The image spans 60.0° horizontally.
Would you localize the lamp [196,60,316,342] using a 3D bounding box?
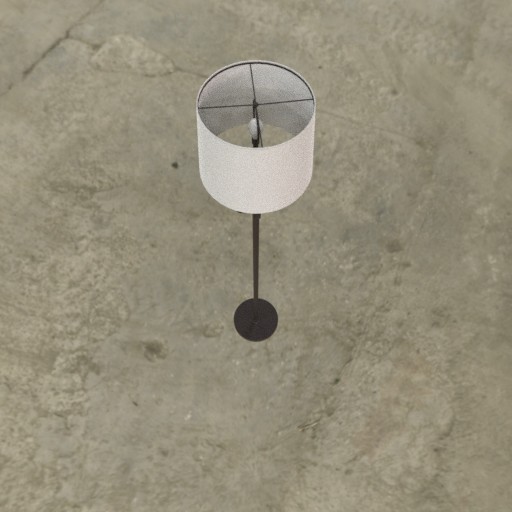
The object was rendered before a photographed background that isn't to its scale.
[{"bbox_3d":[0.000,0.000,1.589,0.286,1.462,0.286,-33,68,-15],"label":"lamp"}]
